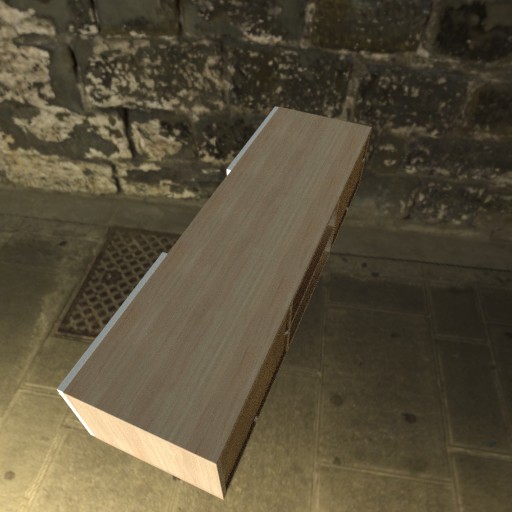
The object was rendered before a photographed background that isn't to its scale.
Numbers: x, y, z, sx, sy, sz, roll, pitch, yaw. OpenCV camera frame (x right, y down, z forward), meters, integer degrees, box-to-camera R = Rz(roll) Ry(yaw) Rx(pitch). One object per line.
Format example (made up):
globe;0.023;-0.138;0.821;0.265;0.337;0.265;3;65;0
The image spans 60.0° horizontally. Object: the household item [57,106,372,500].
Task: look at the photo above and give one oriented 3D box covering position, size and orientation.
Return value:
household item;0.000;0.000;1.530;0.420;0.310;1.400;18;50;15
